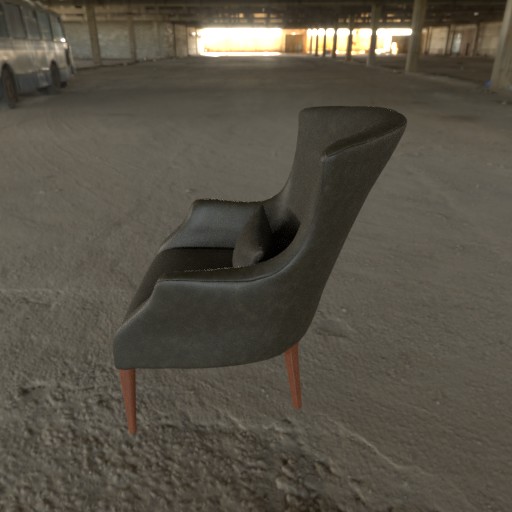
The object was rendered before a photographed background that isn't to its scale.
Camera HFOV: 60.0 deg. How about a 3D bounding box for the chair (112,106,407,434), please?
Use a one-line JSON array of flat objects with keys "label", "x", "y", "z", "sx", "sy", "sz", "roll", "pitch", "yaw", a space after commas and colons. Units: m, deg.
[{"label": "chair", "x": 0.000, "y": 0.000, "z": 1.702, "sx": 0.954, "sy": 1.068, "sz": 0.819, "roll": 0, "pitch": 26, "yaw": 1}]
